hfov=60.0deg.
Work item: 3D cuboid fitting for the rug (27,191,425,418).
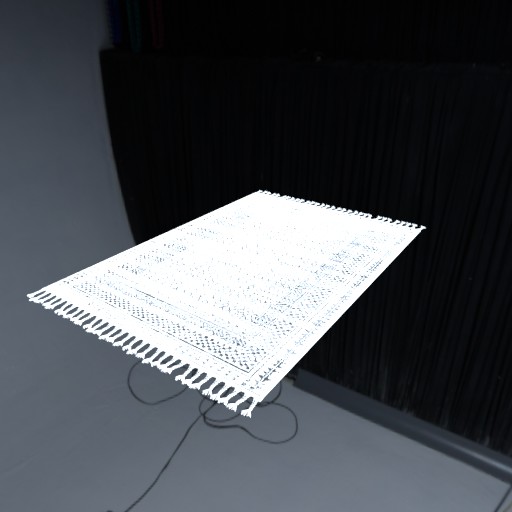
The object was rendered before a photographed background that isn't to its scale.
[{"bbox_3d":[0.000,0.000,2.348,1.243,0.013,1.872,17,31,31],"label":"rug"}]
